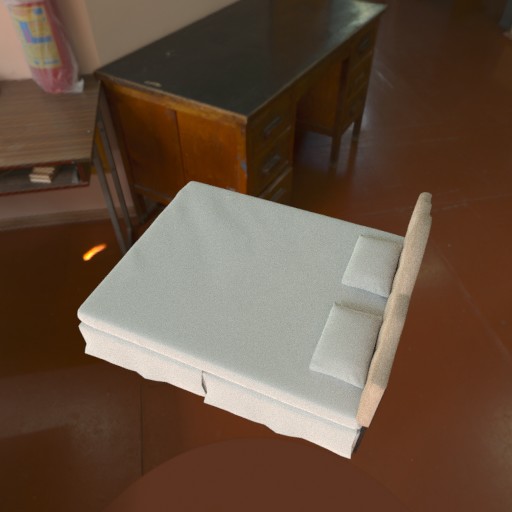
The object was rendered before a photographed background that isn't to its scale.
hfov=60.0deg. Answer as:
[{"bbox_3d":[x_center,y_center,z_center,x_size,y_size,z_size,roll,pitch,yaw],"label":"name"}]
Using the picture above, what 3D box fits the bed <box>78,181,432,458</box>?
[{"bbox_3d":[0.000,0.000,2.988,1.970,1.194,1.667,17,48,16],"label":"bed"}]
